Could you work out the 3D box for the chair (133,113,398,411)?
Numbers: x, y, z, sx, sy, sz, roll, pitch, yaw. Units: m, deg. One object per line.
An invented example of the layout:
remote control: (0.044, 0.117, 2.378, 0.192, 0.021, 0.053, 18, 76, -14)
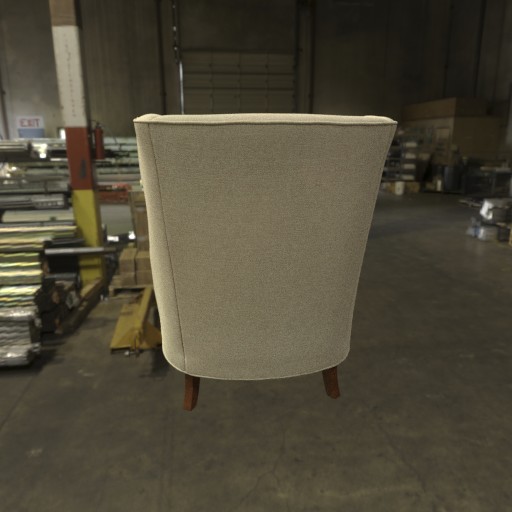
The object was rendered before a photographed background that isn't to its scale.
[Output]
chair: (0.000, 0.000, 1.746, 0.838, 1.040, 0.966, -2, 15, -8)
